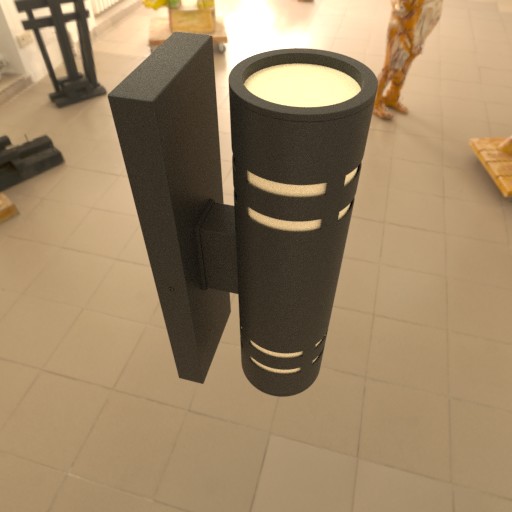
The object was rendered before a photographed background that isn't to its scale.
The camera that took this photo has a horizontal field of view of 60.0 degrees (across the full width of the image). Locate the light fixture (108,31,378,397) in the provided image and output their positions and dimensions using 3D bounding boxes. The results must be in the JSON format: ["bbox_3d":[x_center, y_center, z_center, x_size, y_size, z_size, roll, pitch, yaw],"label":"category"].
[{"bbox_3d":[0.000,0.000,0.395,0.149,0.330,0.105,11,47,10],"label":"light fixture"}]
